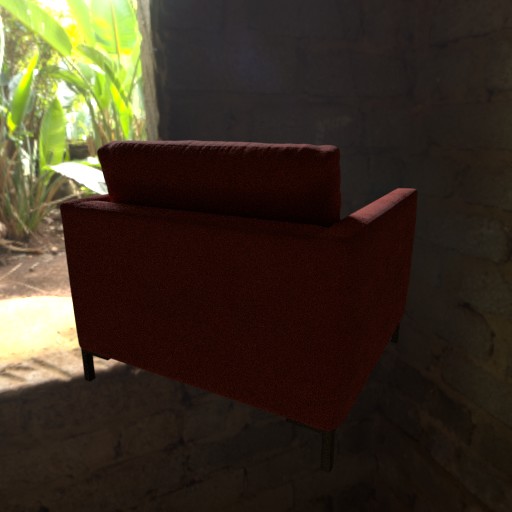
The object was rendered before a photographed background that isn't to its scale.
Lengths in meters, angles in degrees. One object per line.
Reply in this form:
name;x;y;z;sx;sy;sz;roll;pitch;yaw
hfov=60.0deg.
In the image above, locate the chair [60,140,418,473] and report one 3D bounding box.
chair;0.000;0.000;1.584;0.964;0.812;0.875;9;19;28
